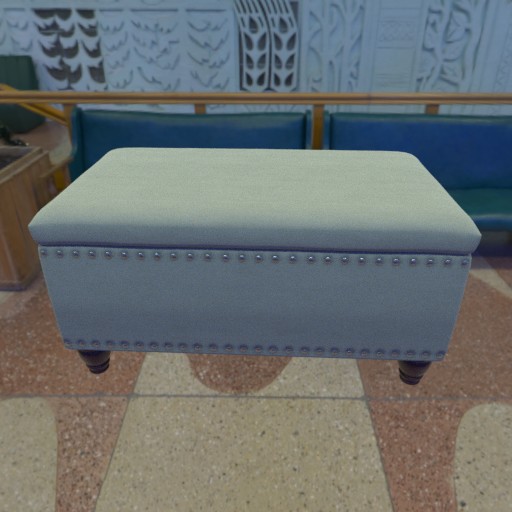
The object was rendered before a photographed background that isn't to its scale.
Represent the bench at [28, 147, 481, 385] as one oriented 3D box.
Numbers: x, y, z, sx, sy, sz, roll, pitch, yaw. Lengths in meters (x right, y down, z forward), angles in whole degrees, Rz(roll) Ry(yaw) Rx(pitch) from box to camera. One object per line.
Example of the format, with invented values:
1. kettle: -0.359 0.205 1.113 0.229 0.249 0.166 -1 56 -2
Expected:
1. bench: 0.000 0.000 1.165 0.887 0.449 0.500 1 29 2
